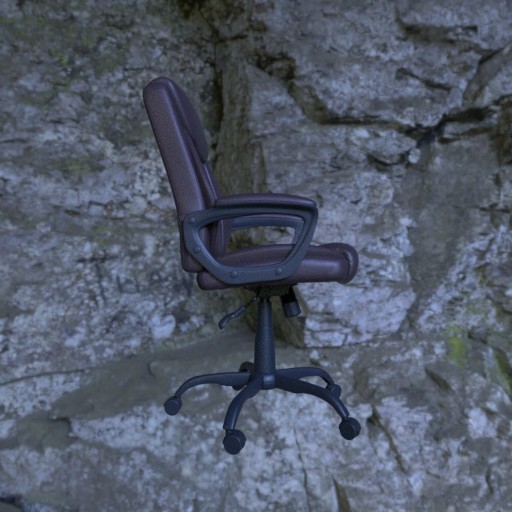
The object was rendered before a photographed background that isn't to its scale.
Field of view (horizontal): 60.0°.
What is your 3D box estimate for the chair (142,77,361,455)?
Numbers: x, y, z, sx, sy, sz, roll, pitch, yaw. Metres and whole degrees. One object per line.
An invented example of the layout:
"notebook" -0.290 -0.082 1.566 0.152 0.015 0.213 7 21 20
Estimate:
"chair" 0.000 0.000 1.492 0.655 1.072 0.615 0 0 2
